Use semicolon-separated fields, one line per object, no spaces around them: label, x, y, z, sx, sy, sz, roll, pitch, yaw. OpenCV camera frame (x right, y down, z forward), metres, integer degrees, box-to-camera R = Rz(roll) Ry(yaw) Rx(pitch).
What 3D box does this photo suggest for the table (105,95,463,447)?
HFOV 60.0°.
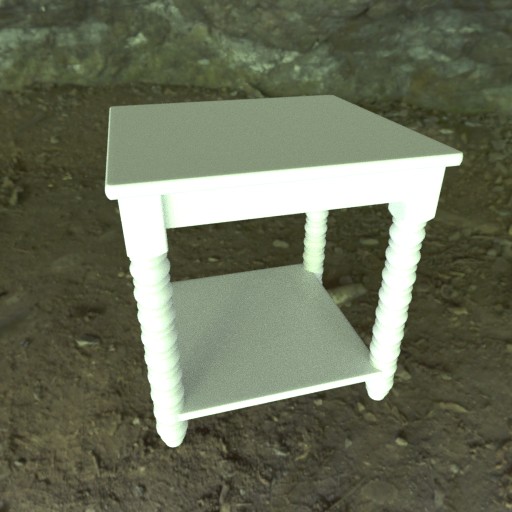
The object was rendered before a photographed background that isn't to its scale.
table;0.000;0.000;0.967;0.533;0.563;0.500;-8;31;-13
